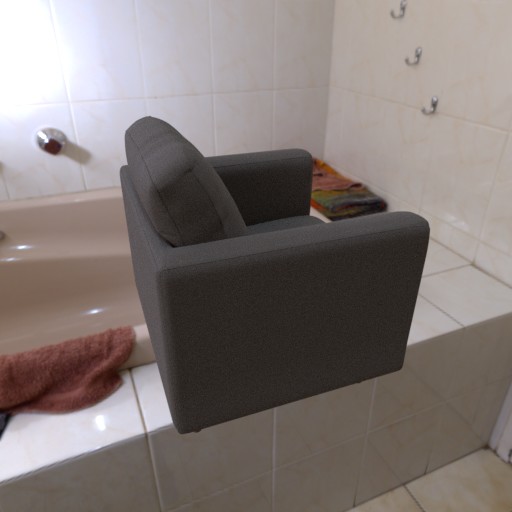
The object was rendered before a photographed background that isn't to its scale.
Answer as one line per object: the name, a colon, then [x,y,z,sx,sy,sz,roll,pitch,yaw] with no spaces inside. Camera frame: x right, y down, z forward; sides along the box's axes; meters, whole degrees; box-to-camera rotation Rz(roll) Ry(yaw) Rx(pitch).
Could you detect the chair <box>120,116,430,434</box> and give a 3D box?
chair: [0.000,0.000,1.568,0.800,0.927,0.854,-10,31,-18]
